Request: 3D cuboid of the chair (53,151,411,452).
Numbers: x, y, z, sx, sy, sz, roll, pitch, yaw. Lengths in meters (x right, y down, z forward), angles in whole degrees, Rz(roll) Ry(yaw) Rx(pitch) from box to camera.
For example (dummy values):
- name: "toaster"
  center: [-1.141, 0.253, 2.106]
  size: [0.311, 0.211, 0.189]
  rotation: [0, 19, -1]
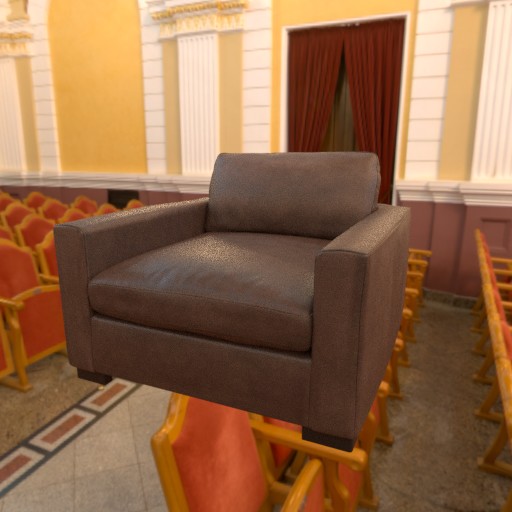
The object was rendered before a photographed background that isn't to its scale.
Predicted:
- name: "chair"
  center: [0.000, 0.000, 1.766]
  size: [1.100, 0.812, 1.069]
  rotation: [6, 15, 24]
